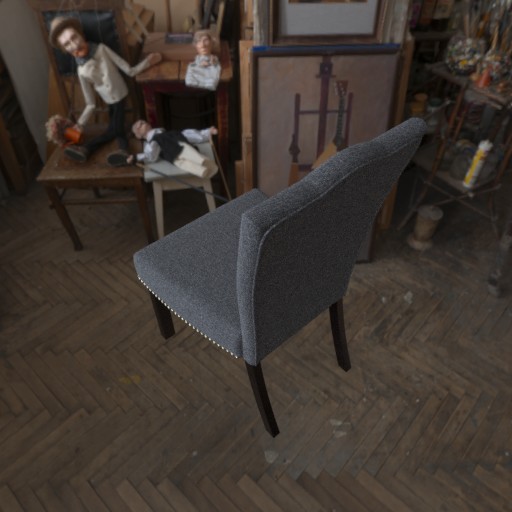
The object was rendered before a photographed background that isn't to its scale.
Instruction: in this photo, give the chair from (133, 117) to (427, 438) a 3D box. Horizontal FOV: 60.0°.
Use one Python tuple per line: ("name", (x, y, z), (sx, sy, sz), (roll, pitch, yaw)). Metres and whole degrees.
("chair", (0.000, 0.000, 1.285), (0.518, 0.946, 0.589), (-32, 54, -27))
